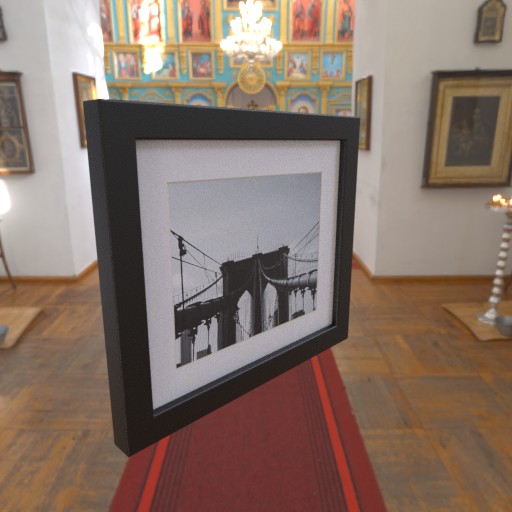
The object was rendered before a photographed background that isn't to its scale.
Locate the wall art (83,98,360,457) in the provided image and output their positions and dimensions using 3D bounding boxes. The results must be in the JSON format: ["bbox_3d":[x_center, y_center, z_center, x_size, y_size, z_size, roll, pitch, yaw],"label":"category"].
[{"bbox_3d":[0.000,0.000,0.529,0.028,0.330,0.380,14,20,43],"label":"wall art"}]
